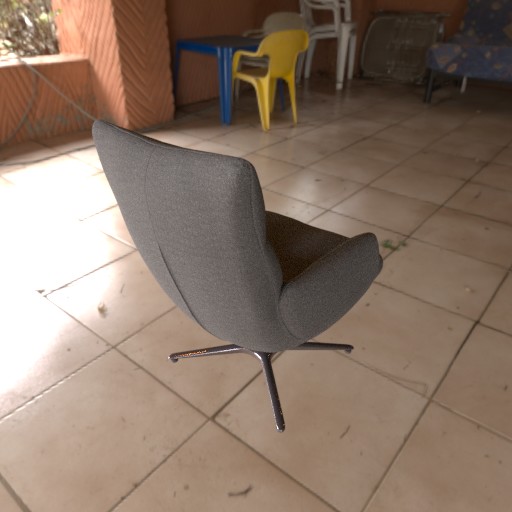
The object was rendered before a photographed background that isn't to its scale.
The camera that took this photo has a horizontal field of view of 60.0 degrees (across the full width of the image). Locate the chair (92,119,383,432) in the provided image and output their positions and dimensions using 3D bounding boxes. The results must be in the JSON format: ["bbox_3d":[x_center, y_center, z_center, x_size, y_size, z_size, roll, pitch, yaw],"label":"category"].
[{"bbox_3d":[0.000,0.000,1.508,0.702,0.984,0.831,22,38,32],"label":"chair"}]
